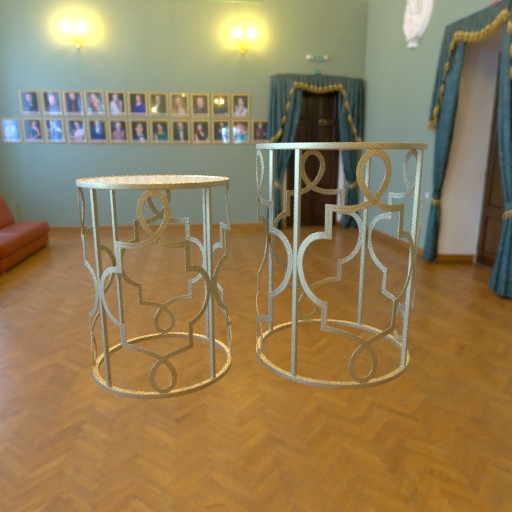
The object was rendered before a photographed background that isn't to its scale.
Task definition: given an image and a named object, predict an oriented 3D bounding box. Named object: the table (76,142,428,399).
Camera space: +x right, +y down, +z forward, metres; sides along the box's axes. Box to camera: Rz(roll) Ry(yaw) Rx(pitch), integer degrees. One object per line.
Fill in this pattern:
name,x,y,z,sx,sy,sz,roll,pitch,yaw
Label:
table,0.000,0.000,1.151,0.846,0.564,0.420,-2,13,-9
